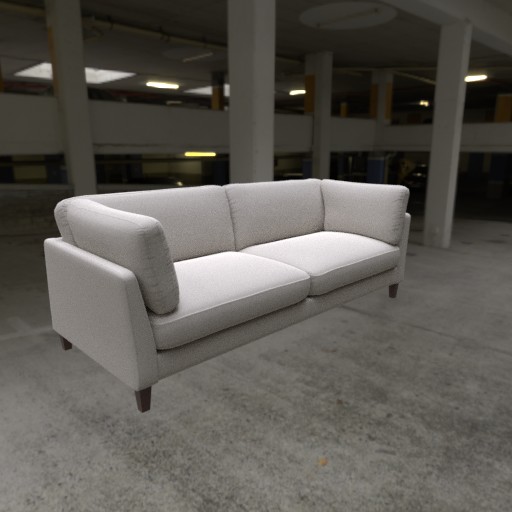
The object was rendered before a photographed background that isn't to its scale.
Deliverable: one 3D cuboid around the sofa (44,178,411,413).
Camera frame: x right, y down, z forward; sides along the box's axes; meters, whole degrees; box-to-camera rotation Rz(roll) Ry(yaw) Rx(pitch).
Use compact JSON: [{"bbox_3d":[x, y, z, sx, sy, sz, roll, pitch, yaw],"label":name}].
[{"bbox_3d":[0.000,0.000,2.819,2.301,0.863,0.957,-13,19,-43],"label":"sofa"}]
